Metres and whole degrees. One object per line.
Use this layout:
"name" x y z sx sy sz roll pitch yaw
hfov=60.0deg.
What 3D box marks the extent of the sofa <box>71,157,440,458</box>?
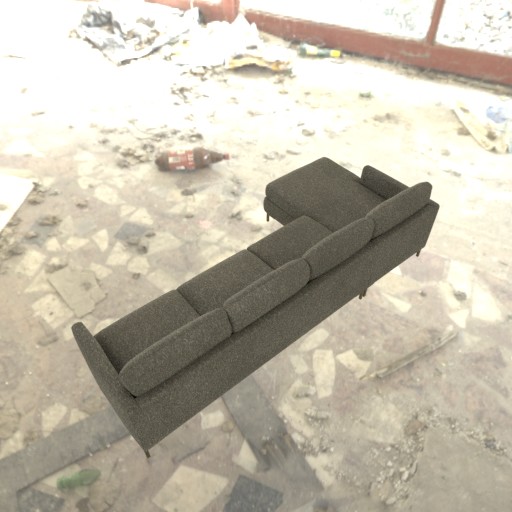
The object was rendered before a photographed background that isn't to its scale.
"sofa" 0.000 0.000 3.526 2.932 0.810 1.350 -30 52 -27
